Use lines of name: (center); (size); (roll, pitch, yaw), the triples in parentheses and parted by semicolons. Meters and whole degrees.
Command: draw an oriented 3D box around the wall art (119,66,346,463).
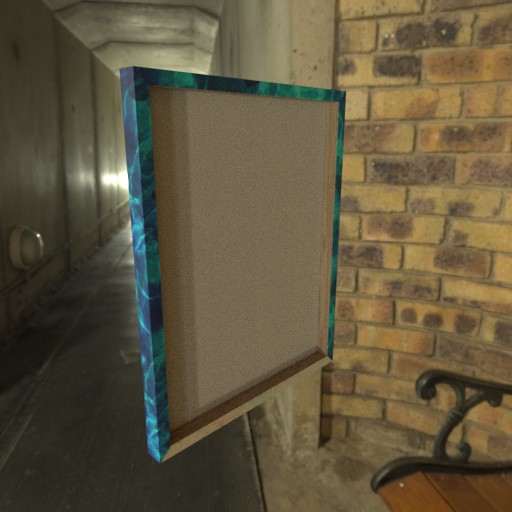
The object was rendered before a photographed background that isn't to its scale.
wall art: (0.000, 0.000, 0.866); (0.038, 0.635, 0.508); (15, 21, 43)
